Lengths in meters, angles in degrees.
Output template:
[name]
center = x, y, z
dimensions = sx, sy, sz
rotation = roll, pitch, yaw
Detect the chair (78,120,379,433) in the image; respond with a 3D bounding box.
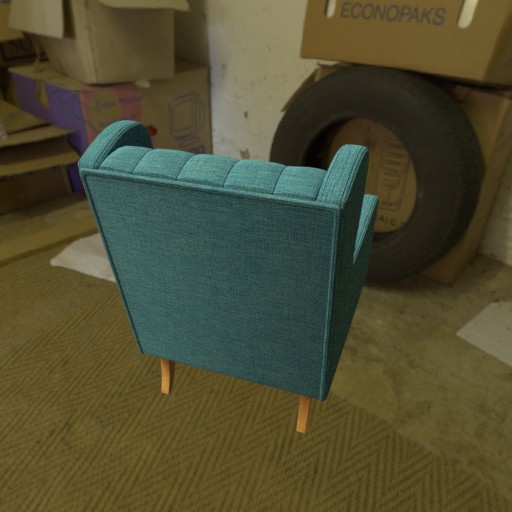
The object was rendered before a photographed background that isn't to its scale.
[chair]
center = 0.000, 0.000, 1.479
dimensions = 0.711, 0.952, 0.775
rotation = 10, 35, 15
